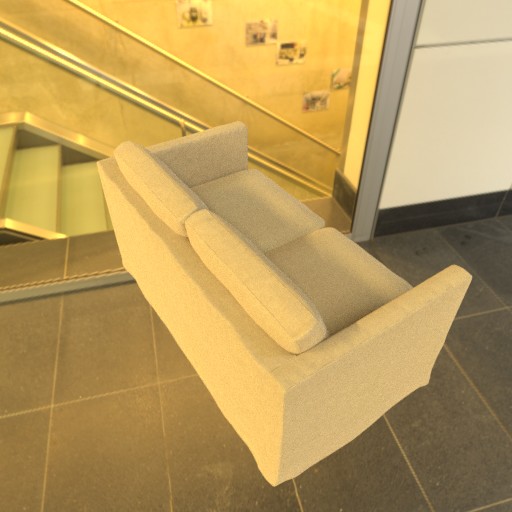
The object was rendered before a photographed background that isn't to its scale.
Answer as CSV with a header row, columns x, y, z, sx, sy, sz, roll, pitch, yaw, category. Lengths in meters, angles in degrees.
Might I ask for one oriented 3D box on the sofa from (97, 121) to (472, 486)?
x,y,z,sx,sy,sz,roll,pitch,yaw,category
0.000,0.000,2.234,0.962,0.835,1.719,-24,47,-25,sofa
